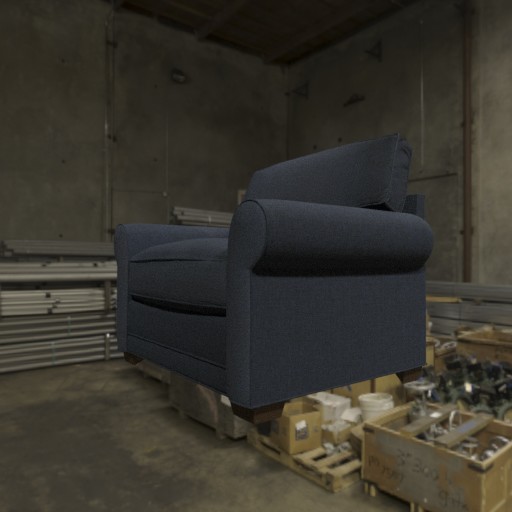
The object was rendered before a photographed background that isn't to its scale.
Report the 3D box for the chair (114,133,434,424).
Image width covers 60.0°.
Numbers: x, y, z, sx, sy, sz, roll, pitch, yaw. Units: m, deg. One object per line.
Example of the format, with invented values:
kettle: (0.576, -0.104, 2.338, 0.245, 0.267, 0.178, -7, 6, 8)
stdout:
chair: (0.000, 0.000, 2.025, 0.963, 1.044, 1.285, 1, -1, -37)
